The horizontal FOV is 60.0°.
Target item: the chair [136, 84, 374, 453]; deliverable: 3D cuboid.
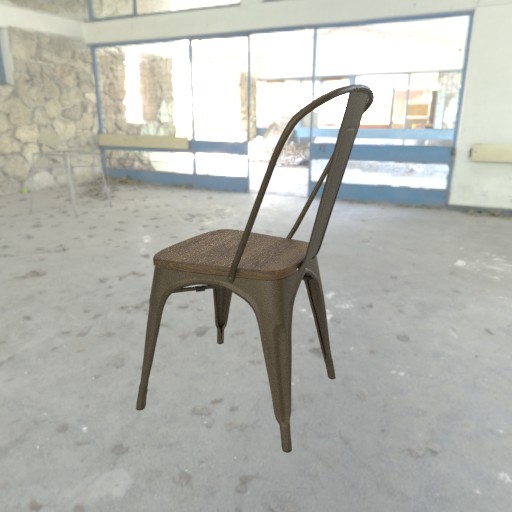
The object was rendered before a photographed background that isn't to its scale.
[{"bbox_3d":[0.000,0.000,1.190,0.532,0.844,0.451,8,19,26],"label":"chair"}]
